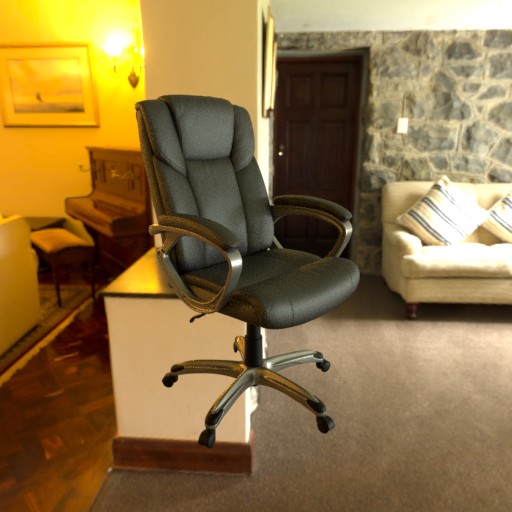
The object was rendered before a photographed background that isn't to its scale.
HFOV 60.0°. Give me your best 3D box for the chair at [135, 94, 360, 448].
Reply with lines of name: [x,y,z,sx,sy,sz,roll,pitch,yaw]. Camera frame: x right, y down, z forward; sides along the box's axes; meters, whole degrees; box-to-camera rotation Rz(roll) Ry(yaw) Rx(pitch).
chair: [0.000,0.000,1.607,0.719,1.130,0.721,15,21,42]
